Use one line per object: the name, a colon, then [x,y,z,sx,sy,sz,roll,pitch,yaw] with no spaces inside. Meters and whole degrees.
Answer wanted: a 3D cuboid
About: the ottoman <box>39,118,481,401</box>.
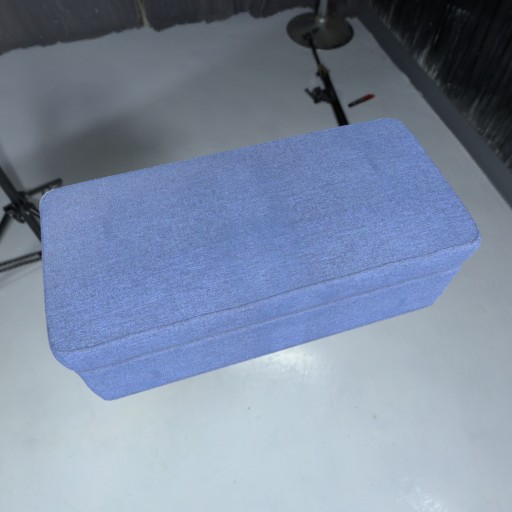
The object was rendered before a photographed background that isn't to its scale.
ottoman: [0.000,0.000,1.344,1.110,0.460,0.515,-14,58,-9]
